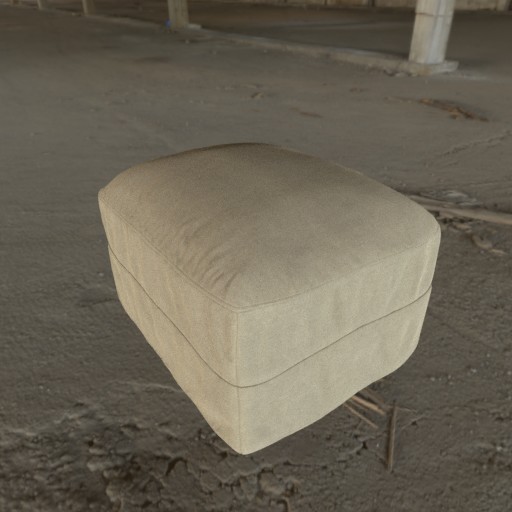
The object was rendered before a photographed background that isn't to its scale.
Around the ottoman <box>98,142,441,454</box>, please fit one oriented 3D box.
[{"bbox_3d":[0.000,0.000,1.115,0.584,0.480,0.712,-20,37,-29],"label":"ottoman"}]
